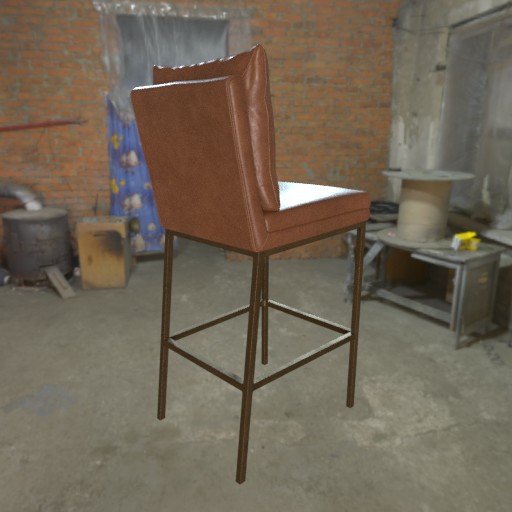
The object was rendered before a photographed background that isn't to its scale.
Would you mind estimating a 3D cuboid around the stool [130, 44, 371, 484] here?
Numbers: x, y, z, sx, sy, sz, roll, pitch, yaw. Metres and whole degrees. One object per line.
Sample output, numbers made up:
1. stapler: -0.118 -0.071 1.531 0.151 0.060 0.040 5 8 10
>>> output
1. stool: 0.000 0.000 1.398 0.571 1.124 0.463 -15 21 -43
